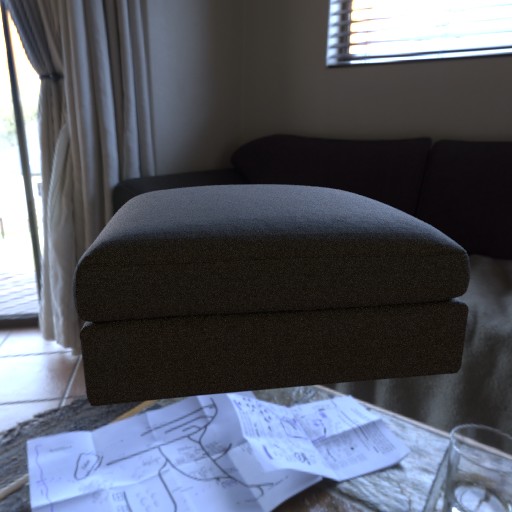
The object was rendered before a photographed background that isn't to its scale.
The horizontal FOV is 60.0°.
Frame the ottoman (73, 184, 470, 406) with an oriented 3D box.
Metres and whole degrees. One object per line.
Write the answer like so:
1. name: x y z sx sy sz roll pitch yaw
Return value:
1. ottoman: 0.000 0.000 1.603 1.041 0.470 1.041 -2 15 -9
